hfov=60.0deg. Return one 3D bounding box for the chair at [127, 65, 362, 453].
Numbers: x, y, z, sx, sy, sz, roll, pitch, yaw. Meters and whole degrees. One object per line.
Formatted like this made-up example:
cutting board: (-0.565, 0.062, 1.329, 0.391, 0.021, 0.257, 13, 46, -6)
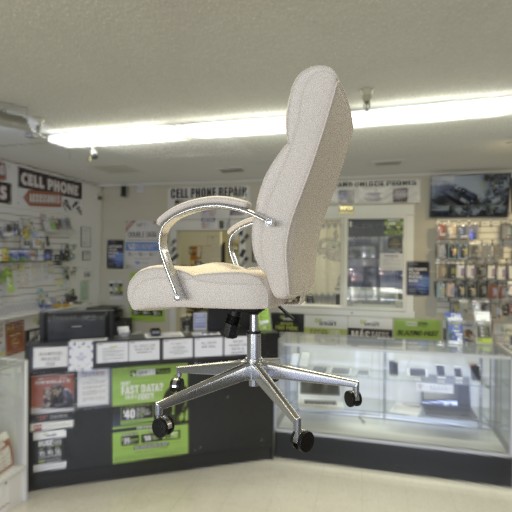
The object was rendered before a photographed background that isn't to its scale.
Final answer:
chair: (0.000, 0.000, 1.618, 0.745, 1.099, 0.727, 0, 0, 17)
